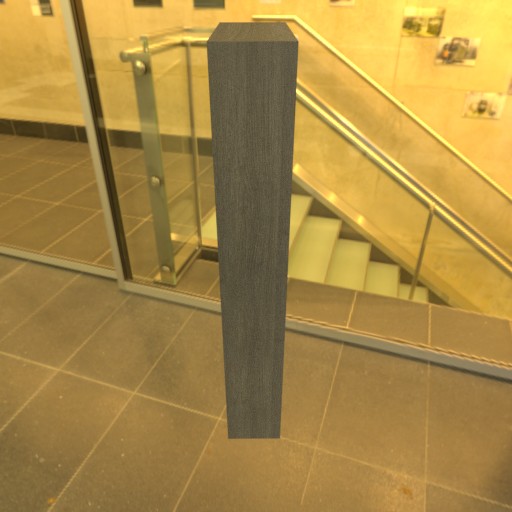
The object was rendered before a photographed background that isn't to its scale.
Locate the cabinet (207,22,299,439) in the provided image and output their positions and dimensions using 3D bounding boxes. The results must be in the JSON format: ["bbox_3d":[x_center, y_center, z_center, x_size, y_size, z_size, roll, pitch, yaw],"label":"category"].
[{"bbox_3d":[0.000,0.000,1.788,0.255,1.630,0.520,0,33,0],"label":"cabinet"}]
